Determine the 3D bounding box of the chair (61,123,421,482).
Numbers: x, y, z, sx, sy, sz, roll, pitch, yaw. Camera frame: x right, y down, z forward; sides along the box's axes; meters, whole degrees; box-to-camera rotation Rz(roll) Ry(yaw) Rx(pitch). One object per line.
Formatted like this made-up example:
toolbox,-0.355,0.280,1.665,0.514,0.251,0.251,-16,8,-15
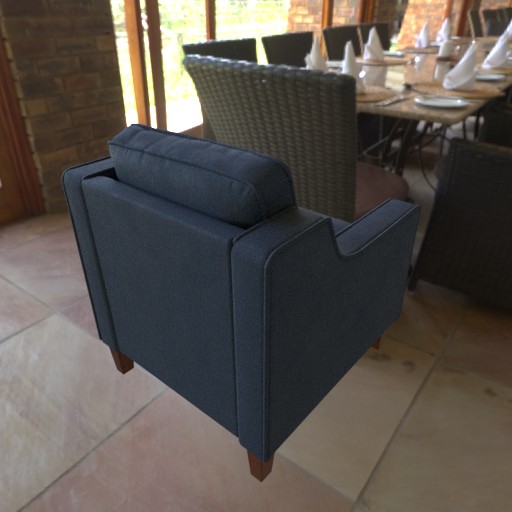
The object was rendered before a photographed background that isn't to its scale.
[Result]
chair,0.000,0.000,1.610,0.831,0.960,0.909,23,37,34
